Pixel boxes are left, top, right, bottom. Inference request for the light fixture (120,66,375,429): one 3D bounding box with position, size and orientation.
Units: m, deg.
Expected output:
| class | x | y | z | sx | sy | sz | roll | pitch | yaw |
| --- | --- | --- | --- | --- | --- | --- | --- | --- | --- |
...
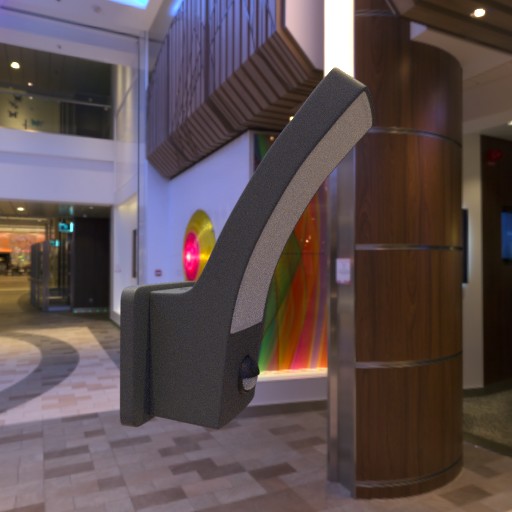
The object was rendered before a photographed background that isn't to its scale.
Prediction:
| class | x | y | z | sx | sy | sz | roll | pitch | yaw |
| --- | --- | --- | --- | --- | --- | --- | --- | --- | --- |
| light fixture | 0.000 | 0.000 | 0.337 | 0.174 | 0.243 | 0.108 | 0 | -1 | 18 |
